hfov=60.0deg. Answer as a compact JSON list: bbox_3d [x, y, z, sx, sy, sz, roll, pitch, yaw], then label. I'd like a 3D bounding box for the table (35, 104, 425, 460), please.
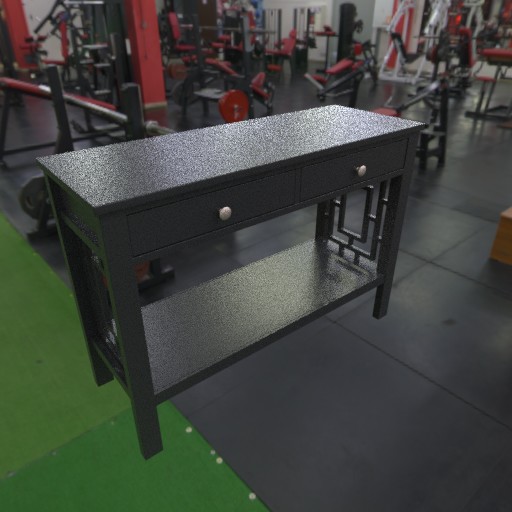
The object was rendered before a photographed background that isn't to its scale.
[{"bbox_3d":[0.000,0.000,1.426,1.068,0.753,0.397,-21,36,-33],"label":"table"}]
